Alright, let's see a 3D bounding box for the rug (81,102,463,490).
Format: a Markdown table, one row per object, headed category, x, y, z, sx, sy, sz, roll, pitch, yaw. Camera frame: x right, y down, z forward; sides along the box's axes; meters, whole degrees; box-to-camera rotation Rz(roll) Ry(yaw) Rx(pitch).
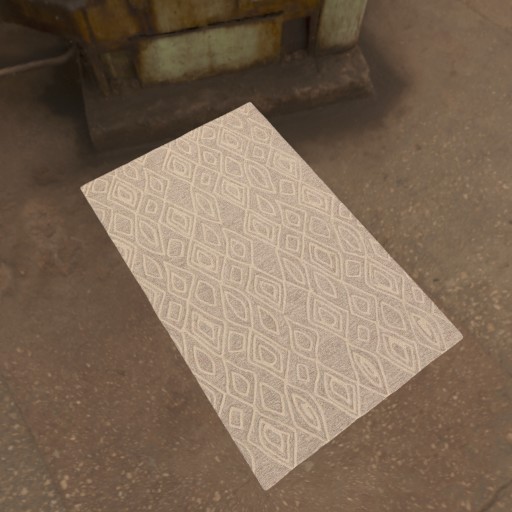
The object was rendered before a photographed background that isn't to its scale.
| category | x | y | z | sx | sy | sz | roll | pitch | yaw |
| --- | --- | --- | --- | --- | --- | --- | --- | --- | --- |
| rug | 0.000 | 0.000 | 3.067 | 1.546 | 0.010 | 2.442 | -31 | 68 | -14 |
